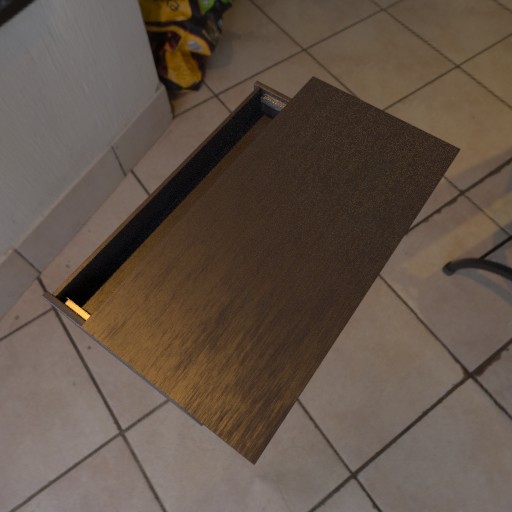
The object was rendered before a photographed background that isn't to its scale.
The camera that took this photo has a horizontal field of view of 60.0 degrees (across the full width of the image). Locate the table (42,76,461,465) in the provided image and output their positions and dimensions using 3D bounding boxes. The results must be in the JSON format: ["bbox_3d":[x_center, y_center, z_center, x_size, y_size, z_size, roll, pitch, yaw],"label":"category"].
[{"bbox_3d":[0.000,0.000,1.424,0.712,0.570,1.000,33,68,15],"label":"table"}]
